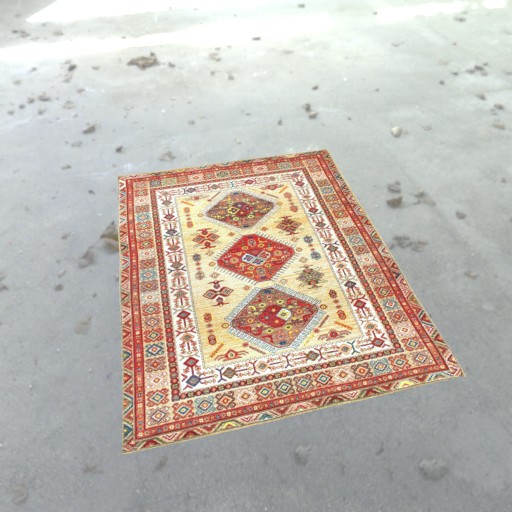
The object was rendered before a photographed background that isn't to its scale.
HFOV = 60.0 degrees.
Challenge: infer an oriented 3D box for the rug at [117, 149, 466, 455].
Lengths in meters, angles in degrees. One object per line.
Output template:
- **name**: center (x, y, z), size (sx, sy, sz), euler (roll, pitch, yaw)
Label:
- **rug**: center (0.000, 0.000, 4.068), size (2.460, 0.005, 3.067), euler (-9, 47, -9)
